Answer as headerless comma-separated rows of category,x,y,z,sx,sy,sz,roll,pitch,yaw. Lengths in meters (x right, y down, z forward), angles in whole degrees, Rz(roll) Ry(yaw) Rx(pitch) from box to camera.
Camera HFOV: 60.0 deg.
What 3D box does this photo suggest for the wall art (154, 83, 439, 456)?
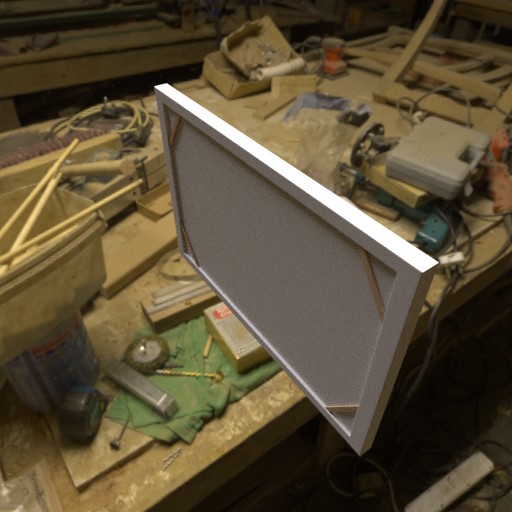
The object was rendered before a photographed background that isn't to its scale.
wall art,0.000,0.000,1.152,0.038,0.609,0.914,-25,47,-26
